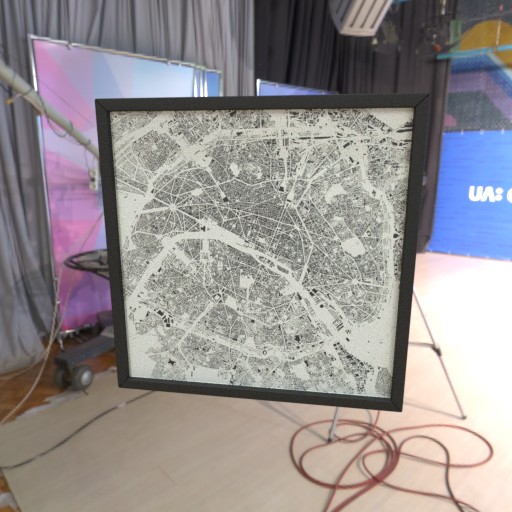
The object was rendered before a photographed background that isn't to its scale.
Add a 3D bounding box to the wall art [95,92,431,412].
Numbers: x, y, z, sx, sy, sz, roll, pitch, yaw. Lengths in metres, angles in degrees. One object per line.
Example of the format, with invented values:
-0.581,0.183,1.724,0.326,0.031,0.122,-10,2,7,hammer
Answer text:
0.000,0.000,0.451,0.305,0.305,0.037,2,14,9,wall art
